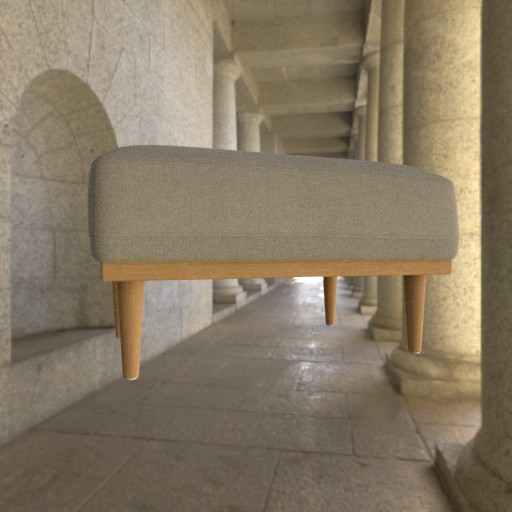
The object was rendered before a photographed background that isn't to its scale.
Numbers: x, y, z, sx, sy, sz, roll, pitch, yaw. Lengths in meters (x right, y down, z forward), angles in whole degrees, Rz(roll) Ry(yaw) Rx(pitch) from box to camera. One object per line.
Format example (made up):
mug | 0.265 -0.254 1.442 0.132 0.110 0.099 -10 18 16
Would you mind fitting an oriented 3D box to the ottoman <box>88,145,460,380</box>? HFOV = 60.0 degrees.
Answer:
ottoman | 0.000 0.000 1.064 0.749 0.428 0.549 0 1 -19
